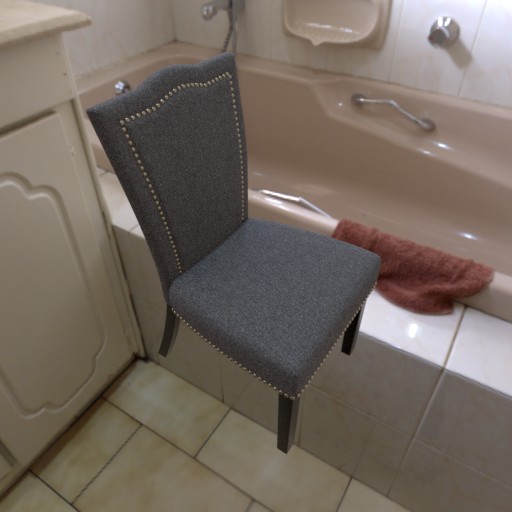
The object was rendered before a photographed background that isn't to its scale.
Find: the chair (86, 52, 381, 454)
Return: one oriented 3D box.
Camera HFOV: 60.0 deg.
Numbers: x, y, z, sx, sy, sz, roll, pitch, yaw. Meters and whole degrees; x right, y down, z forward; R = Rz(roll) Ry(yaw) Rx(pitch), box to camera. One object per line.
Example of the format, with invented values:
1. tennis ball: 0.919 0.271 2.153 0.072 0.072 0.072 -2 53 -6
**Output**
1. chair: 0.000 0.000 1.262 0.589 0.946 0.518 24 46 25
